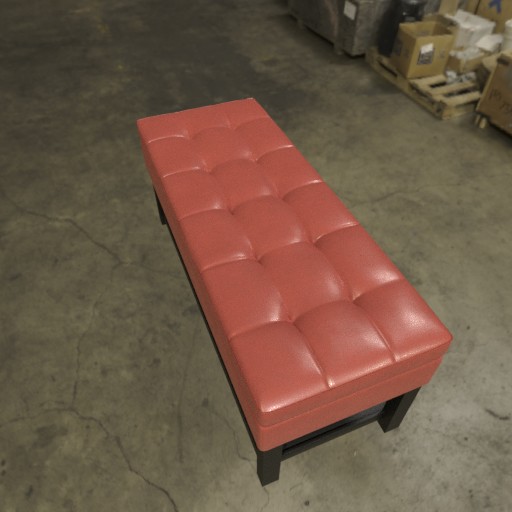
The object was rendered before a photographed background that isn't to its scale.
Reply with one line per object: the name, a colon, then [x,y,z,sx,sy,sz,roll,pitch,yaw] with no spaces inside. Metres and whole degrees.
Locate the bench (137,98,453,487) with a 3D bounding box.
bench: [0.000,0.000,1.332,0.432,0.460,1.105,-16,49,-15]
